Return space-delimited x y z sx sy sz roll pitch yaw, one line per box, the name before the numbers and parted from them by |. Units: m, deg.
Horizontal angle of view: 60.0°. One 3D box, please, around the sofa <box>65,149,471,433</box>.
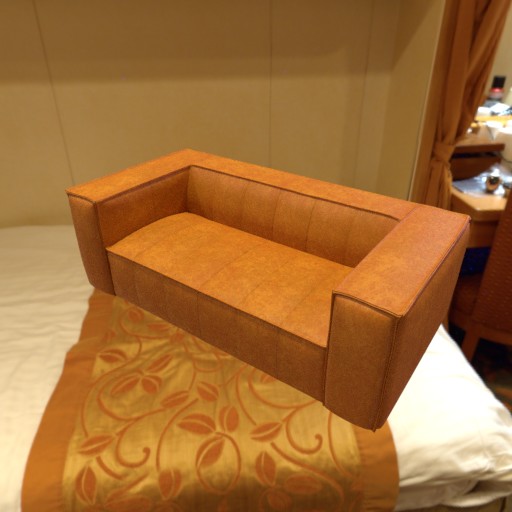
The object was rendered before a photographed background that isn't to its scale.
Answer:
sofa | 0.000 0.000 2.626 2.088 0.703 1.102 20 36 30
